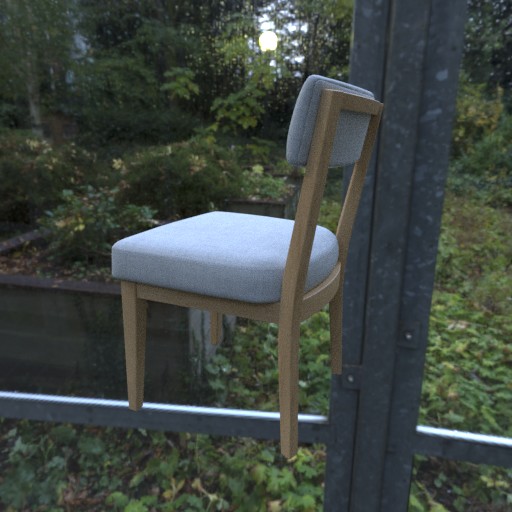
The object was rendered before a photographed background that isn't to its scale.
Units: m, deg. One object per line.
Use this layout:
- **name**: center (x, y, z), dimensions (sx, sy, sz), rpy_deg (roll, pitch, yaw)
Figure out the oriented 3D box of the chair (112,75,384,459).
- **chair**: center (0.000, 0.000, 1.183), dimensions (0.572, 0.832, 0.508), rpy_deg (7, 17, 24)
